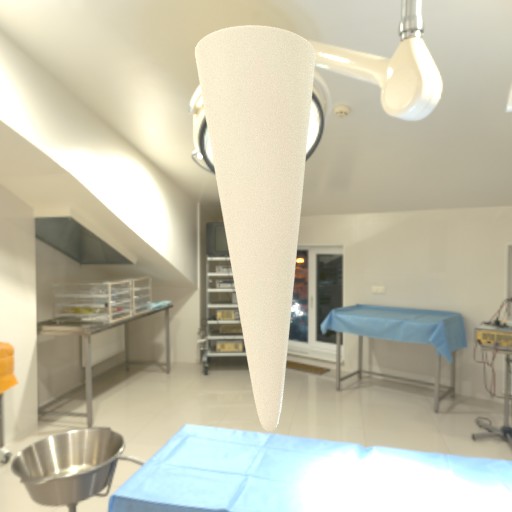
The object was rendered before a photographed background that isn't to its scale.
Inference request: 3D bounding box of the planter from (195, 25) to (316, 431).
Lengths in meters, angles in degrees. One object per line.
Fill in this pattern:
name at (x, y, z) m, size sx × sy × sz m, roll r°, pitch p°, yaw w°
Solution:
planter at (0.000, 0.000, 0.218) m, size 0.057 × 0.193 × 0.064 m, roll 1°, pitch 2°, yaw 18°
